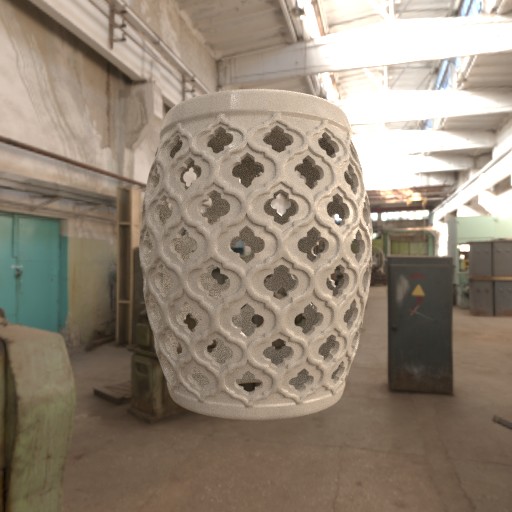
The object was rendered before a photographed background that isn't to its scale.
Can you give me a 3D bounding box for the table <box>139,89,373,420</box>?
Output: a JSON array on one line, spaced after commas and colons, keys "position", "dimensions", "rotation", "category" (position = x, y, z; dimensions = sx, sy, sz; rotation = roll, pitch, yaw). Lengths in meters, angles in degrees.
[{"position": [0.000, 0.000, 0.638], "dimensions": [0.325, 0.388, 0.325], "rotation": [0, -1, 0], "category": "table"}]
